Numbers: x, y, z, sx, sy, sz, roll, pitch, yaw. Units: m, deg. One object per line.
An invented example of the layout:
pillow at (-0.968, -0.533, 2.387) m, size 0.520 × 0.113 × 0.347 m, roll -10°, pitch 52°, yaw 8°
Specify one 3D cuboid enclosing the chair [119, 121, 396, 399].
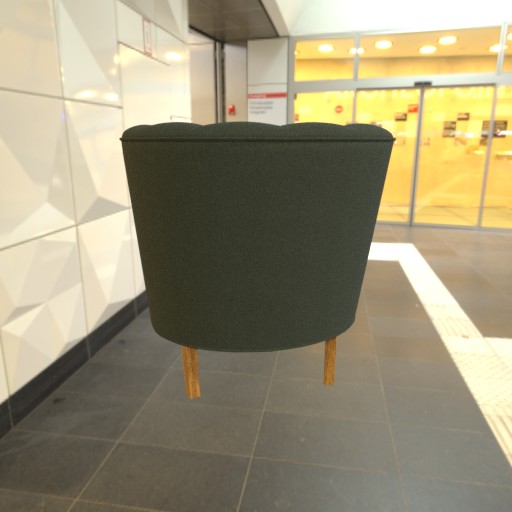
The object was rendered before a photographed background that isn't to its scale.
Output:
chair at (0.000, 0.000, 1.366) m, size 0.740 × 0.771 × 0.718 m, roll -3°, pitch 15°, yaw -10°
